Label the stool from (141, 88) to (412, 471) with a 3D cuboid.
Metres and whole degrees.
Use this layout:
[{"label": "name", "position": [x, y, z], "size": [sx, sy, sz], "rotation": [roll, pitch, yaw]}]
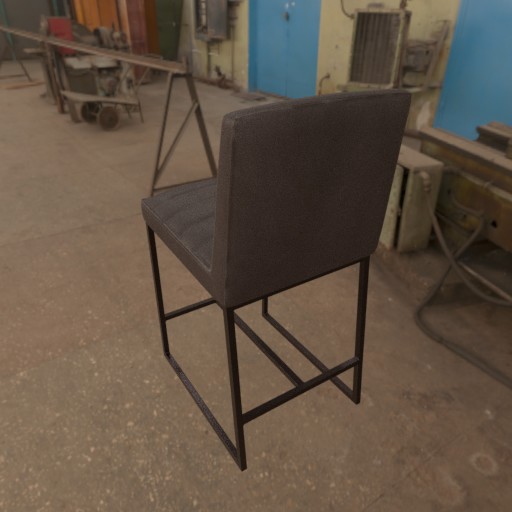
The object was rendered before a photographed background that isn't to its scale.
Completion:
[{"label": "stool", "position": [0.000, 0.000, 1.253], "size": [0.463, 0.946, 0.562], "rotation": [-18, 35, -28]}]
